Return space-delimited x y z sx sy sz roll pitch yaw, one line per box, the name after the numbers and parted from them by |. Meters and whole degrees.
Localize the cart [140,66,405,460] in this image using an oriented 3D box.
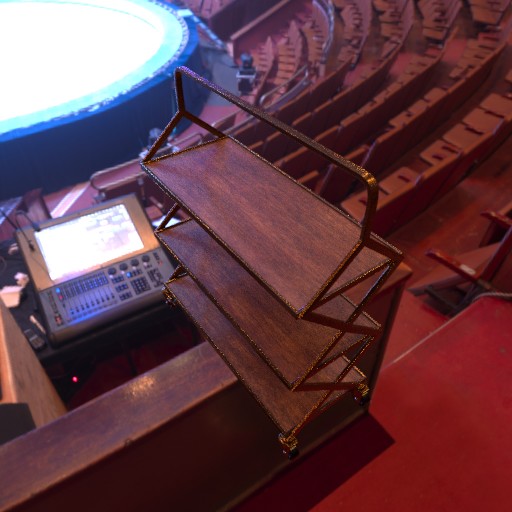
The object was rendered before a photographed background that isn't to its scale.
0.000 0.000 1.185 0.313 0.805 0.723 -26 48 -26 | cart
